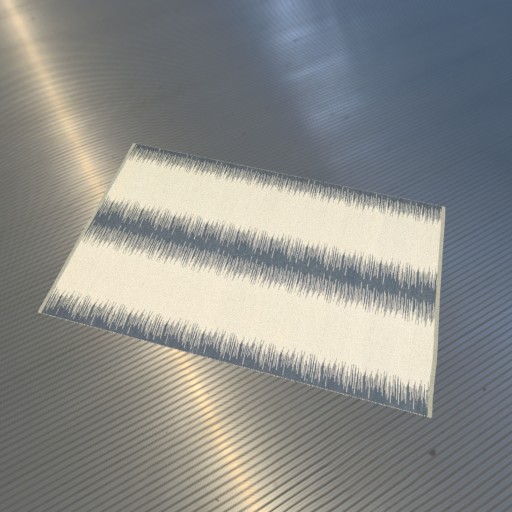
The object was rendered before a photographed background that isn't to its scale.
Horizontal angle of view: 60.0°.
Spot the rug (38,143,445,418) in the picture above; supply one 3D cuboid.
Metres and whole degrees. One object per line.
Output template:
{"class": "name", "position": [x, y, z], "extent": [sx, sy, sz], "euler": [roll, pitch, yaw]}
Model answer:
{"class": "rug", "position": [0.000, 0.000, 3.007], "extent": [2.453, 0.003, 1.519], "euler": [13, 60, 8]}
